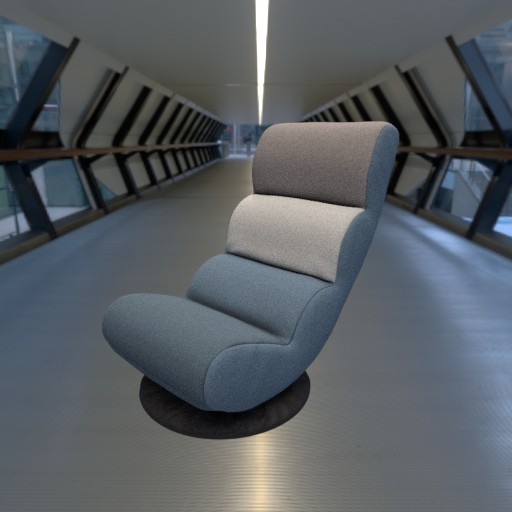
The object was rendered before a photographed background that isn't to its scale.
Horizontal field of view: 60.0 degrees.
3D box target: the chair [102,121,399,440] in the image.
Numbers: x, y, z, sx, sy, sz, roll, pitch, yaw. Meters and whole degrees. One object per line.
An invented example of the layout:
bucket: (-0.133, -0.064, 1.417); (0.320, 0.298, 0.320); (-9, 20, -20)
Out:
chair: (0.000, 0.000, 1.089); (0.420, 0.641, 0.661); (15, 21, 43)
